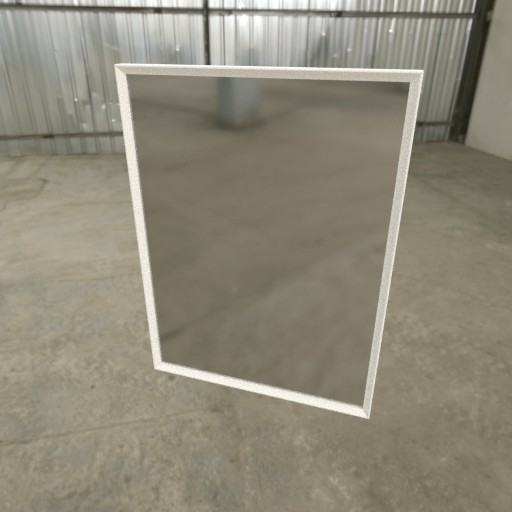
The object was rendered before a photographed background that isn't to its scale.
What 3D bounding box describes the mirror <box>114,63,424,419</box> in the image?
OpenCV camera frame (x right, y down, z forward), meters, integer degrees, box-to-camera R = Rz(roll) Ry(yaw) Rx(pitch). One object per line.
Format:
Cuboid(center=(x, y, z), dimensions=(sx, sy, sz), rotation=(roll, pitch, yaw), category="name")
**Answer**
Cuboid(center=(0.000, 0.000, 1.292), dimensions=(0.762, 1.016, 0.041), rotation=(8, 28, 16), category="mirror")
